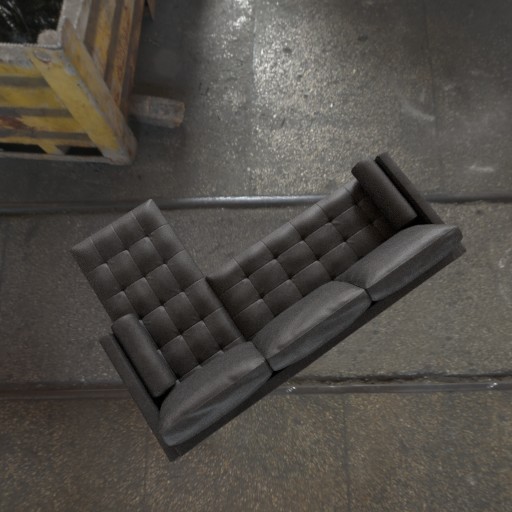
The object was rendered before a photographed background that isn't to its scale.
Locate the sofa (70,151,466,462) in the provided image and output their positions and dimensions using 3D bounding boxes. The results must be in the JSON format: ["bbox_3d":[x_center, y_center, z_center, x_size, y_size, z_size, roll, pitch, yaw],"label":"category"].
[{"bbox_3d":[0.000,0.000,2.910,2.178,0.876,1.497,-34,79,-8],"label":"sofa"}]
